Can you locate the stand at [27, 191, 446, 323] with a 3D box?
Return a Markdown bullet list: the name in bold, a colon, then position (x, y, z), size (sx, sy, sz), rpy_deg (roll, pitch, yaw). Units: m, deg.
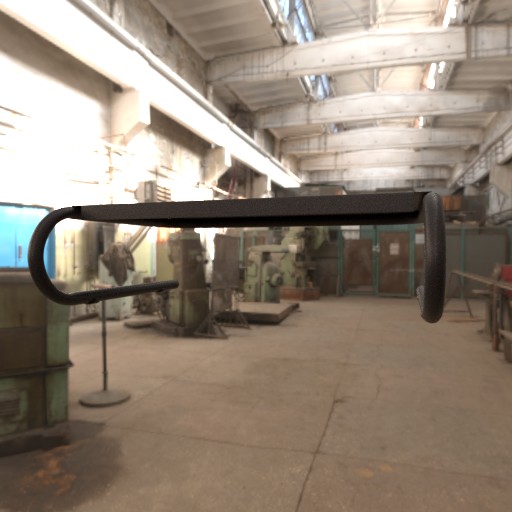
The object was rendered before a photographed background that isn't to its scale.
- **stand**: position (0.000, 0.000, 0.493), size (0.370, 0.108, 0.280), rpy_deg (0, 1, 19)
